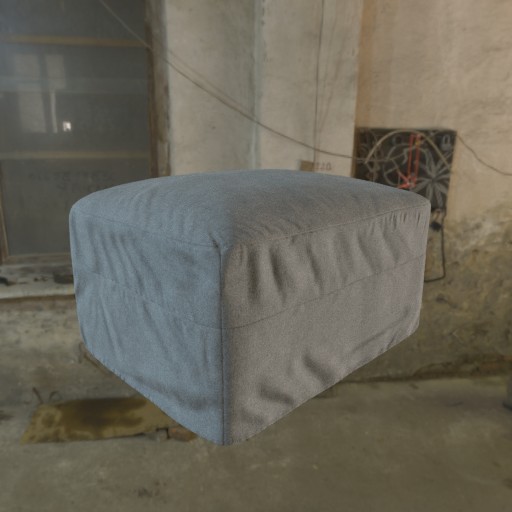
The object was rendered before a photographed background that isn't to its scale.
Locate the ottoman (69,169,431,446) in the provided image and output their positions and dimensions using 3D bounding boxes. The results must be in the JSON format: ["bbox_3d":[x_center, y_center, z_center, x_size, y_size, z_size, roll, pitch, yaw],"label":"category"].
[{"bbox_3d":[0.000,0.000,1.265,0.837,0.481,0.683,-14,21,-42],"label":"ottoman"}]
